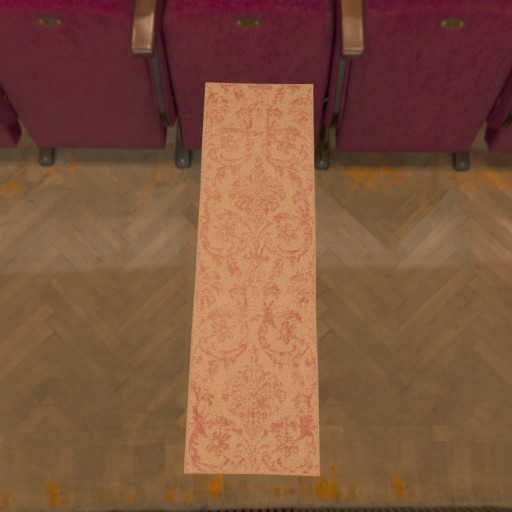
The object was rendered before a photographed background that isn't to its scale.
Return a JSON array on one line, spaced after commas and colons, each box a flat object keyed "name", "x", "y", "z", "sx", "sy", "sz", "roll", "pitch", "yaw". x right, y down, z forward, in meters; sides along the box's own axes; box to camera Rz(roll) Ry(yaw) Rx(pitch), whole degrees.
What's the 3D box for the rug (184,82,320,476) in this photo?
[{"name": "rug", "x": 0.000, "y": 0.000, "z": 2.434, "sx": 0.662, "sy": 0.011, "sz": 2.196, "roll": 1, "pitch": 75, "yaw": 0}]
